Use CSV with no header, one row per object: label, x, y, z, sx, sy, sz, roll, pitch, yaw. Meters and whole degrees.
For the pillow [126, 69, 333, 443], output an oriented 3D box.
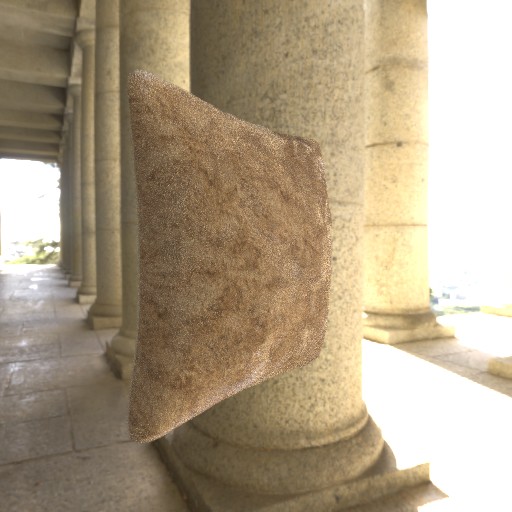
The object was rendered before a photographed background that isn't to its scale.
pillow,0.000,0.000,0.804,0.216,0.525,0.538,2,3,35
